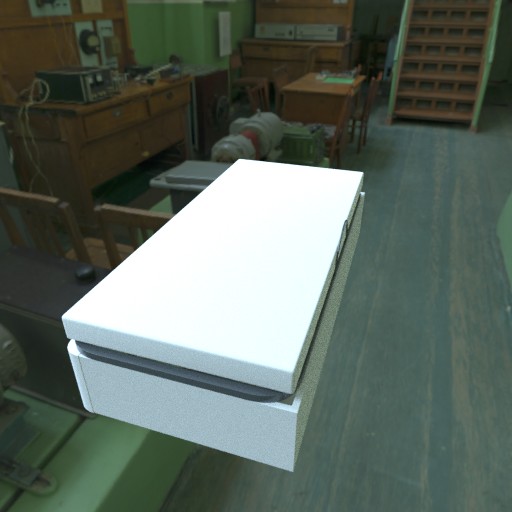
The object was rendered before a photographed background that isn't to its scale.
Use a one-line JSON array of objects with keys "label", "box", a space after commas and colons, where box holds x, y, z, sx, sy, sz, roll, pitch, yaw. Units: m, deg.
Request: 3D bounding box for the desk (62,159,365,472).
[{"label": "desk", "box": [0.000, 0.000, 2.312, 0.900, 0.526, 1.900, 10, 32, 16]}]
